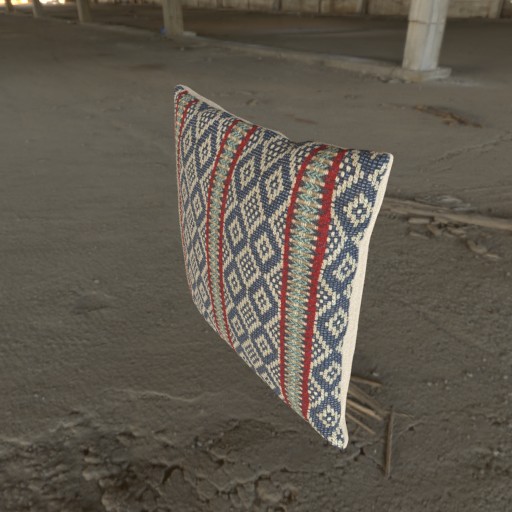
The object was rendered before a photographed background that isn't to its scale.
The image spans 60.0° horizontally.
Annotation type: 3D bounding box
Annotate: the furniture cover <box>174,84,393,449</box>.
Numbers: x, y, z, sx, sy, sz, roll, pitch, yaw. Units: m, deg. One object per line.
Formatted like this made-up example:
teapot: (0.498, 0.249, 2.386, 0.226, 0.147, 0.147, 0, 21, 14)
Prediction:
furniture cover: (0.000, 0.000, 0.668, 0.139, 0.431, 0.431, -20, 36, -30)
